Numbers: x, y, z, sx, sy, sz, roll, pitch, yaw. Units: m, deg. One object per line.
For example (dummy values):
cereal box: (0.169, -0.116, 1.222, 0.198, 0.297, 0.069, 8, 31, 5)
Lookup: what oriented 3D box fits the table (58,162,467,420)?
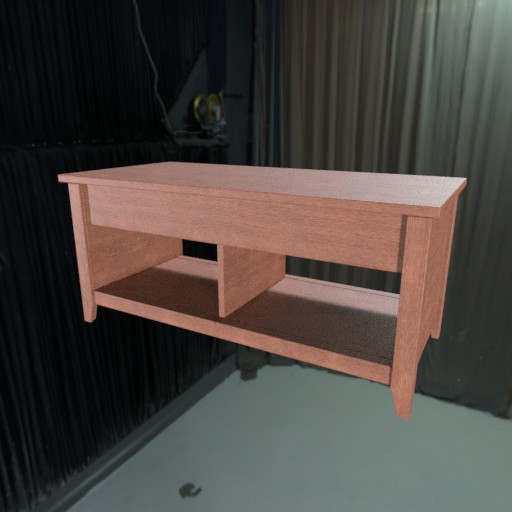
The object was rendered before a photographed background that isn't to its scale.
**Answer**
table: (0.000, 0.000, 1.282, 1.016, 0.457, 0.483, 9, 19, 28)
